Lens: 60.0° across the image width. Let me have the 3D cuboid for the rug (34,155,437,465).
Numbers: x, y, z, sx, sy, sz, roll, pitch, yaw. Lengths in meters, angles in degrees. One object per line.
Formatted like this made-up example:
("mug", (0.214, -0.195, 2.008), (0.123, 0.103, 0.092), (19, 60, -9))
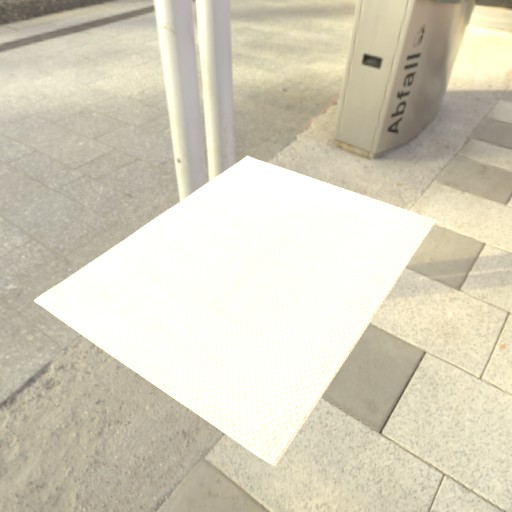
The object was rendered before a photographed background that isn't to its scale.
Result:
("rug", (0.000, 0.000, 3.904), (2.277, 0.035, 2.897), (24, 46, 26))
